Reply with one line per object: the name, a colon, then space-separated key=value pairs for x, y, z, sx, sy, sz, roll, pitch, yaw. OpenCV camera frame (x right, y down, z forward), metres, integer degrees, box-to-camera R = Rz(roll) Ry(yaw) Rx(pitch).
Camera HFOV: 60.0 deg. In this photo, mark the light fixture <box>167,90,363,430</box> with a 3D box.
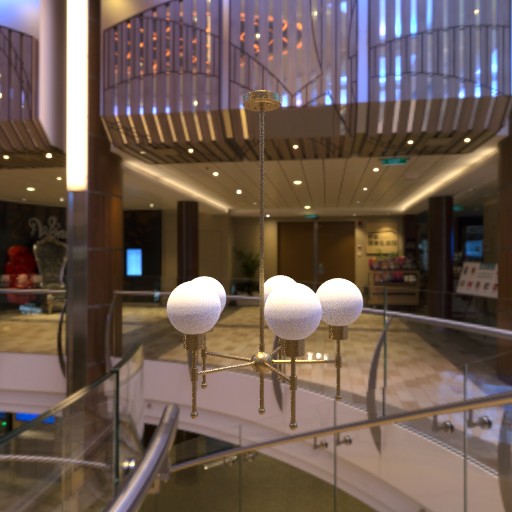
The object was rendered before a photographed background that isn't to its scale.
light fixture: x=0.000 y=0.000 z=1.844 sx=0.785 sy=1.331 sz=0.815 roll=0 pitch=0 yaw=-37
